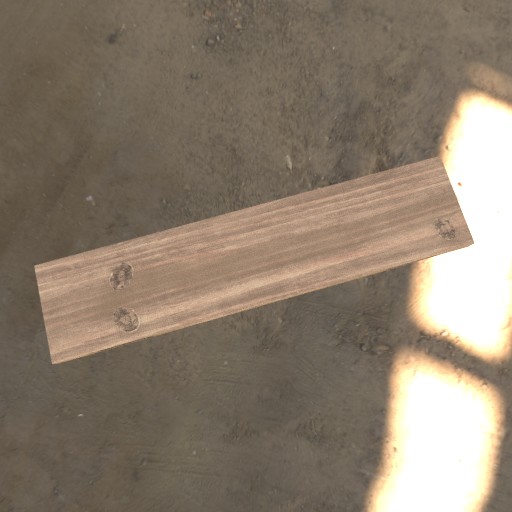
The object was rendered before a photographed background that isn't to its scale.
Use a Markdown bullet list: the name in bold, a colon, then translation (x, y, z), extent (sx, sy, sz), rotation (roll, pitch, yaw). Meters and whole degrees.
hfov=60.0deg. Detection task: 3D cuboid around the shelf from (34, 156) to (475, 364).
- **shelf**: translation (0.000, 0.000, 0.637), extent (0.610, 0.020, 0.140), rotation (-16, 78, -3)
